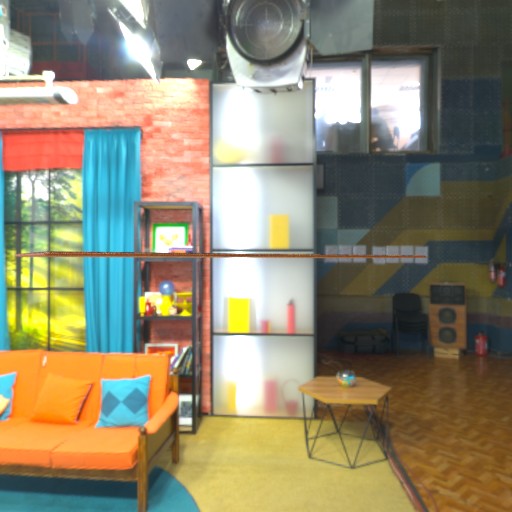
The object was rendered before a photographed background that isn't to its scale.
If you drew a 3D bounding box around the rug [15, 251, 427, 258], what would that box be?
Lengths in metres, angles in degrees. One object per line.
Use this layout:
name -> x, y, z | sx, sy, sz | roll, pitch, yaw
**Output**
rug -> 0.000, 0.000, 2.451 | 2.274, 0.016, 0.651 | 0, -1, -36
